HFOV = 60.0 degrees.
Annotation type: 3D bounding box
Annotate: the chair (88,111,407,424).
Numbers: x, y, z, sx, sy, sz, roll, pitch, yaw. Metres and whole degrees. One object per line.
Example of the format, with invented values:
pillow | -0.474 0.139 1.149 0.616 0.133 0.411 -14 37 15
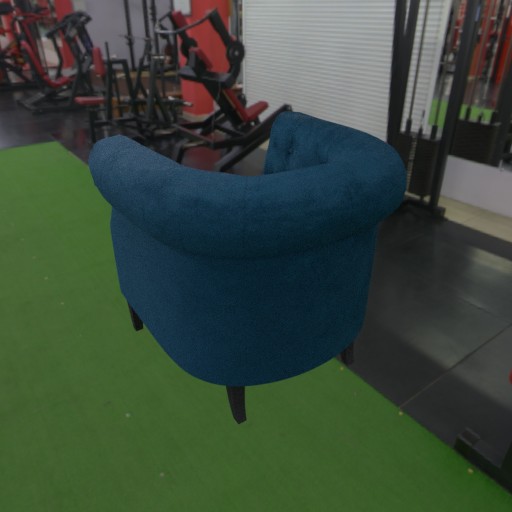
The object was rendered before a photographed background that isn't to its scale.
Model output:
chair | 0.000 0.000 1.558 0.904 0.826 0.851 -18 34 -29
